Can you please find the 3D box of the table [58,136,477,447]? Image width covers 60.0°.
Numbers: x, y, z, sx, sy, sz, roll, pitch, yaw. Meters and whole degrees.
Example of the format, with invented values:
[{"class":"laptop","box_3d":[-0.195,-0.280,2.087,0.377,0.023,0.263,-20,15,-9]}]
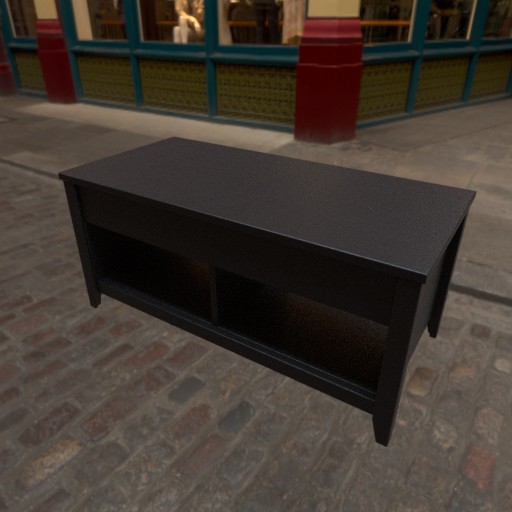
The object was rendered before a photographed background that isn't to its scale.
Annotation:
[{"class":"table","box_3d":[0.000,0.000,1.293,1.016,0.457,0.483,17,34,28]}]
